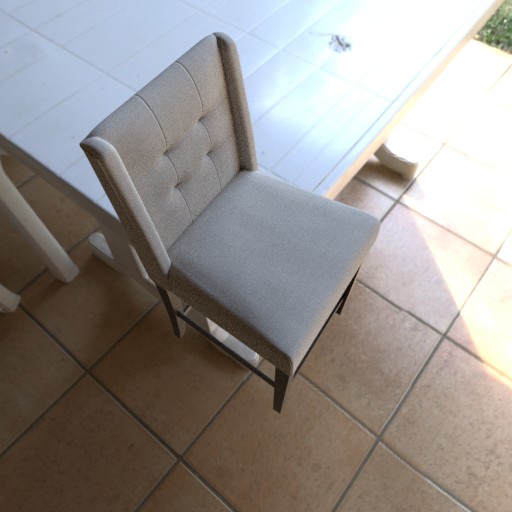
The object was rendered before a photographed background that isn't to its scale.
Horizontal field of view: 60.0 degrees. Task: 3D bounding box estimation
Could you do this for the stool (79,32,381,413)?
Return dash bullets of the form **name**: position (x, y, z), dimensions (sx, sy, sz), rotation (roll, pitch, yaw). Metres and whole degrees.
- **stool**: position (0.000, 0.000, 1.223), dimensions (0.509, 0.939, 0.474), rotation (29, 63, 17)
